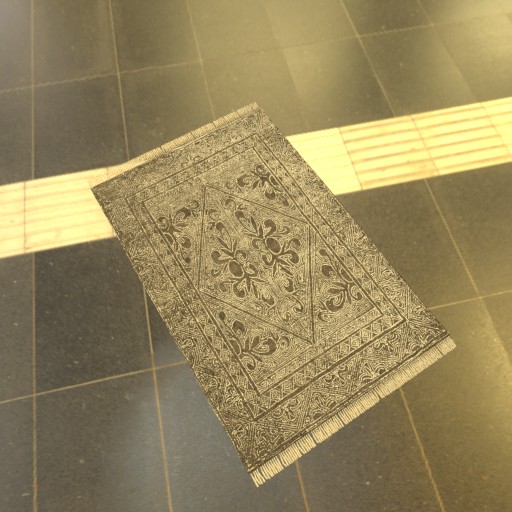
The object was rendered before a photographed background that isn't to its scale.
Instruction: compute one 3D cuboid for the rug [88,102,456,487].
[{"bbox_3d":[0.000,0.000,3.097,1.529,0.010,2.440,-29,68,-13],"label":"rug"}]
